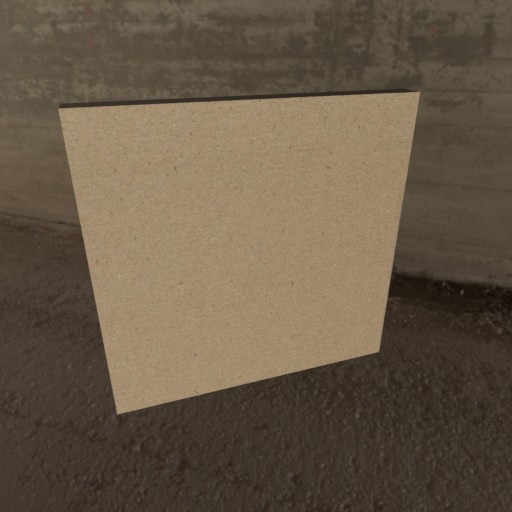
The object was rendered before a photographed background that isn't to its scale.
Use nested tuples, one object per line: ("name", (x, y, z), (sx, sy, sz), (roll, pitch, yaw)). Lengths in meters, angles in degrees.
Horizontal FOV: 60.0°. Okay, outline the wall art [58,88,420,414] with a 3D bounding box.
("wall art", (0.000, 0.000, 0.468), (0.327, 0.318, 0.029), (-9, 28, -17))
